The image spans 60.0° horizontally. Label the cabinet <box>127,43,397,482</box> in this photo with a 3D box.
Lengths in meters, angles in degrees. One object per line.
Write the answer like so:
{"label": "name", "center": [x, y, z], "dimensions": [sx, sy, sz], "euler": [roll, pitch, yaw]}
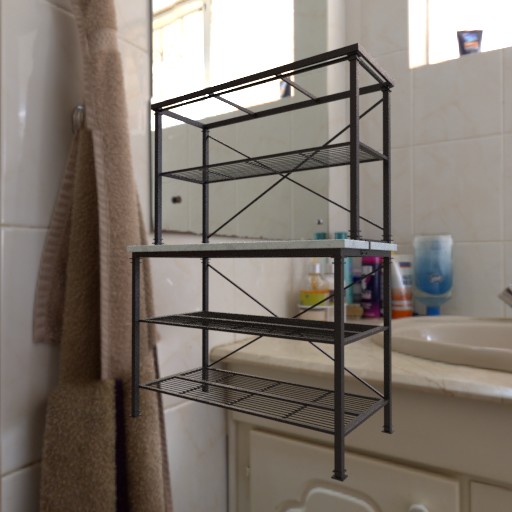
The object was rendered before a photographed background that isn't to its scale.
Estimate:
{"label": "cabinet", "center": [0.000, 0.000, 2.191], "dimensions": [1.210, 1.659, 0.610], "euler": [-1, -1, 35]}
